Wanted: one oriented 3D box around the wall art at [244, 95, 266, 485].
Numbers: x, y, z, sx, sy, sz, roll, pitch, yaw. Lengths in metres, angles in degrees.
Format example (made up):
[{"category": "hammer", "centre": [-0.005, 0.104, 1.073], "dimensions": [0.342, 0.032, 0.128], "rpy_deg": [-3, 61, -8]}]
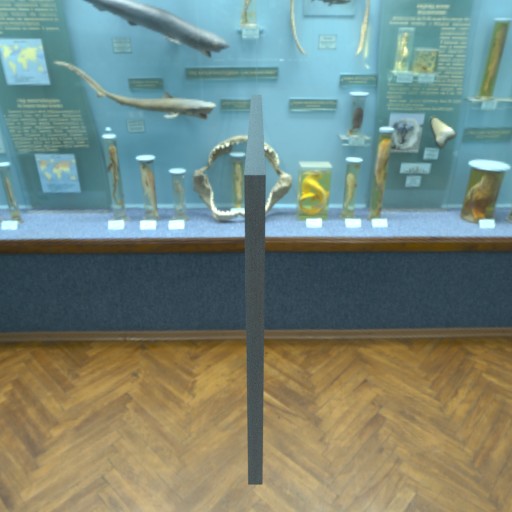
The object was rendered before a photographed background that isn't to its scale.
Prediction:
[{"category": "wall art", "centre": [0.000, 0.000, 0.938], "dimensions": [0.026, 0.558, 0.660], "rpy_deg": [0, 28, 0]}]
